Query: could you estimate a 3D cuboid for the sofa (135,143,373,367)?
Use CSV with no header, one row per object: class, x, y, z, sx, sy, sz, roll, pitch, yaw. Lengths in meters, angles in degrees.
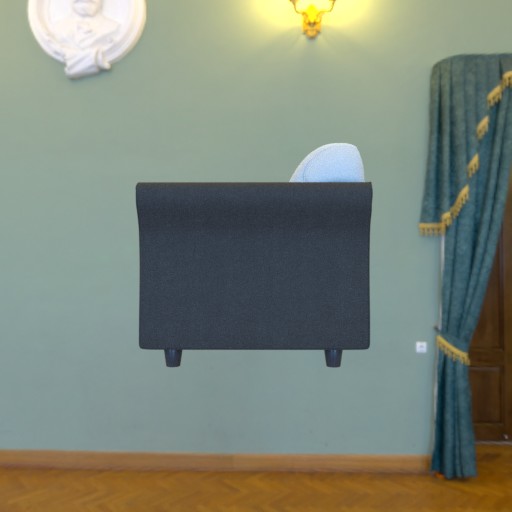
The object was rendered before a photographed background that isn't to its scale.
sofa,0.000,0.000,2.389,0.755,0.787,2.001,0,-1,0
